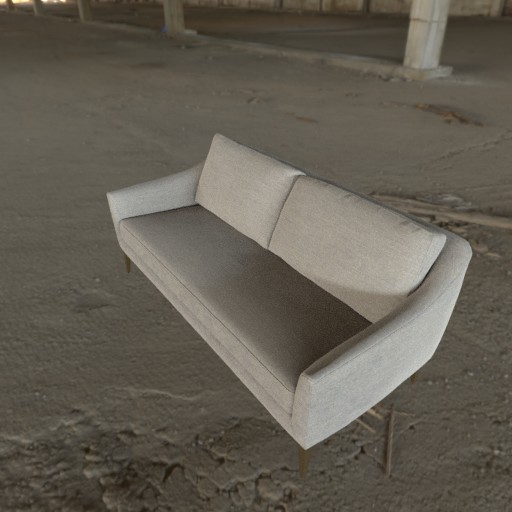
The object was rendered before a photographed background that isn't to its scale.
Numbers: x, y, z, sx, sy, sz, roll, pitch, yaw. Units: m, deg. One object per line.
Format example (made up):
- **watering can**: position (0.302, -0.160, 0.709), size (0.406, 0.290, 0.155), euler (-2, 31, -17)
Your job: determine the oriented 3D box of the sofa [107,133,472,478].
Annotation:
- **sofa**: position (0.000, 0.000, 2.517), size (0.980, 0.913, 2.036), euler (-20, 37, -30)
